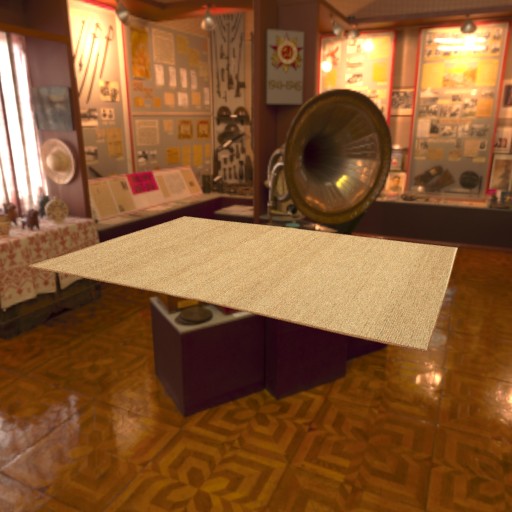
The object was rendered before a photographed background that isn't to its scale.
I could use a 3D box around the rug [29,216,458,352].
[{"bbox_3d":[0.000,0.000,2.842,2.283,0.030,1.596,9,19,26],"label":"rug"}]
